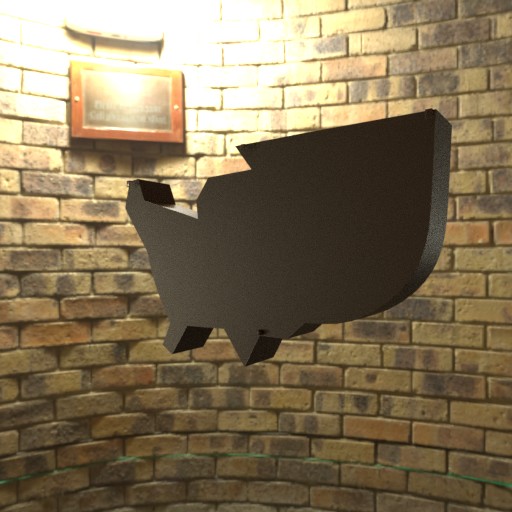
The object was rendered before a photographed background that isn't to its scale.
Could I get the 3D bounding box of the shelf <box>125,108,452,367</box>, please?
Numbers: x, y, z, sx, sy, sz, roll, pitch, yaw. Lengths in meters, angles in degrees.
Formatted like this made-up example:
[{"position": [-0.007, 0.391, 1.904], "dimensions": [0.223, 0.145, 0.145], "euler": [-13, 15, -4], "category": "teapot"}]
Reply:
[{"position": [0.000, 0.000, 0.910], "dimensions": [0.729, 0.439, 0.112], "euler": [0, 0, 36], "category": "shelf"}]
